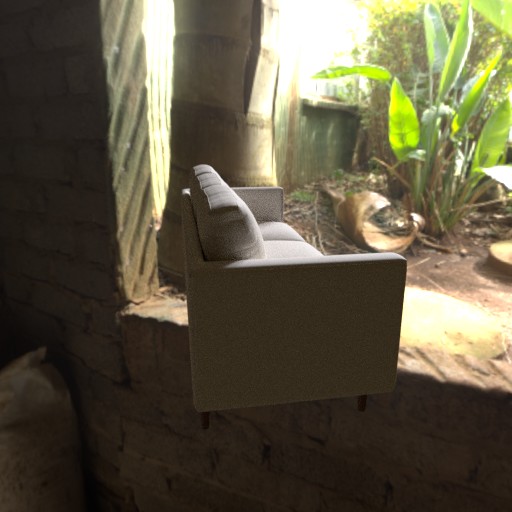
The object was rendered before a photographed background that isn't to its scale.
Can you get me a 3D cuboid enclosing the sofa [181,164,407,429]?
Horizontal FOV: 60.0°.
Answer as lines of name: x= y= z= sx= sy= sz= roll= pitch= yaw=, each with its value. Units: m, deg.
sofa: x=0.000 y=0.000 z=2.521 sx=0.802 sy=0.912 sz=2.029 roll=-3 pitch=16 yaw=-10
